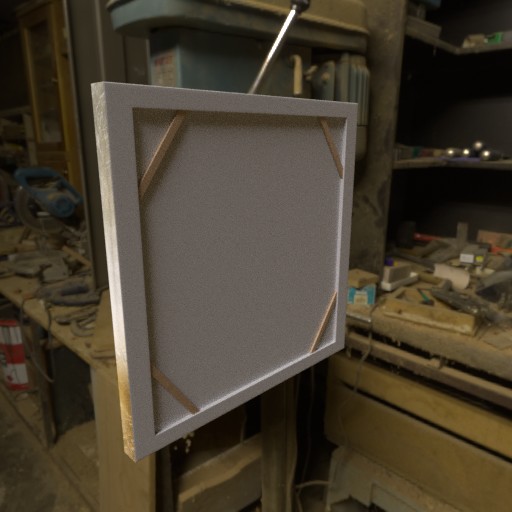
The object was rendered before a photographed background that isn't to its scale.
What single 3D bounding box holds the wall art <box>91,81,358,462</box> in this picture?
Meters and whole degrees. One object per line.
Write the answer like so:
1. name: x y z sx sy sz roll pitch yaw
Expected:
1. wall art: 0.000 0.000 0.895 0.610 0.610 0.038 -14 21 -42
